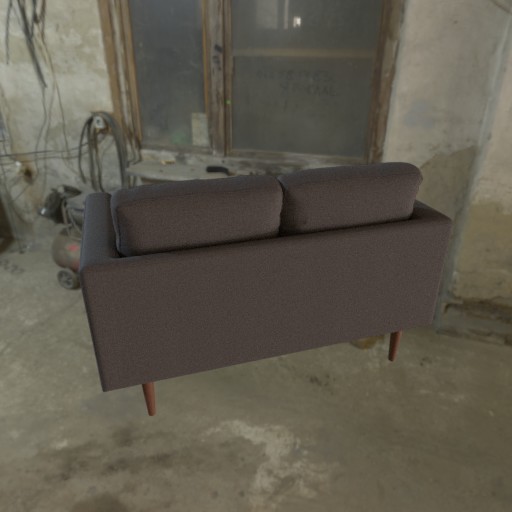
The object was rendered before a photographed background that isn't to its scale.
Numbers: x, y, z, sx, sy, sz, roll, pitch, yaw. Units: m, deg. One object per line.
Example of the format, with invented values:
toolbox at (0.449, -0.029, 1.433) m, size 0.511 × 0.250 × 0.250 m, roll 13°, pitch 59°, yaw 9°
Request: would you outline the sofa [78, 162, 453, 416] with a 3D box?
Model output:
sofa at (0.000, 0.000, 2.022) m, size 1.430 × 0.908 × 0.796 m, roll -8°, pitch 28°, yaw -15°
